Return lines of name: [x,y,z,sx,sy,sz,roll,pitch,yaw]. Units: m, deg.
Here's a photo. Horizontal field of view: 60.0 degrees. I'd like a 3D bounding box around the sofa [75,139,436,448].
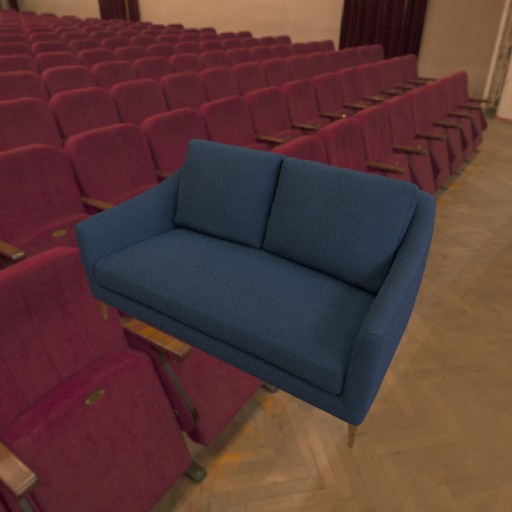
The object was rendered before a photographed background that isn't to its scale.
sofa: [0.000,0.000,2.237,1.619,0.902,0.960,18,34,30]
